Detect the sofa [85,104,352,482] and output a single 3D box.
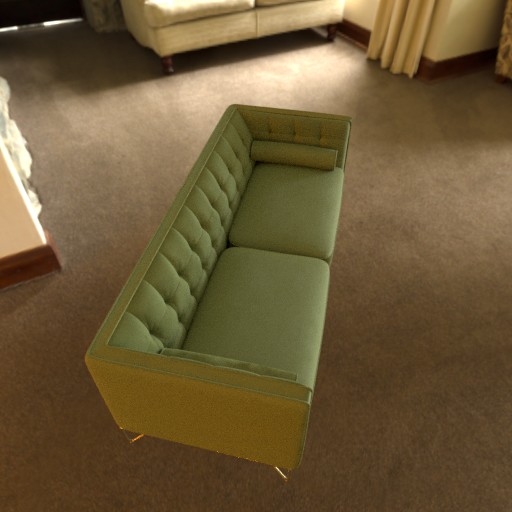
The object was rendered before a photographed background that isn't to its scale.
[{"bbox_3d":[0.000,0.000,2.528,0.867,0.789,2.087,9,46,9],"label":"sofa"}]
